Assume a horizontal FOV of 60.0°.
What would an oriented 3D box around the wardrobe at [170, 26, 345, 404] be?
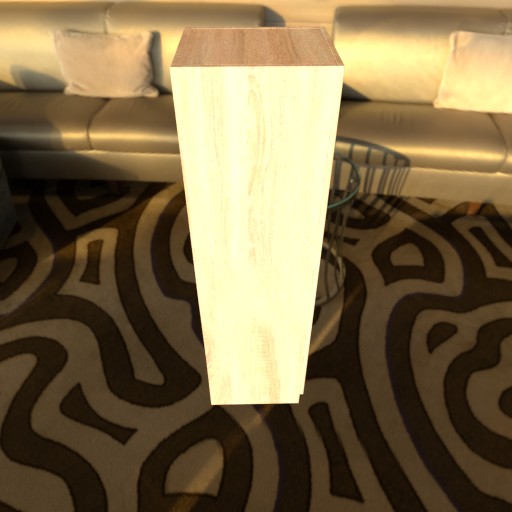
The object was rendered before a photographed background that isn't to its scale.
[{"bbox_3d":[0.000,0.000,2.368,0.588,2.117,0.496,-1,41,-1],"label":"wardrobe"}]
